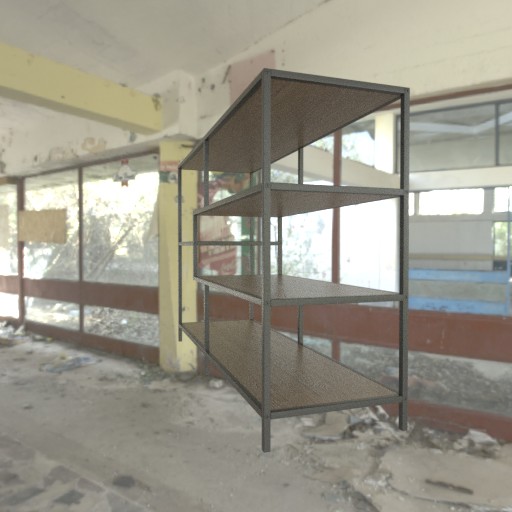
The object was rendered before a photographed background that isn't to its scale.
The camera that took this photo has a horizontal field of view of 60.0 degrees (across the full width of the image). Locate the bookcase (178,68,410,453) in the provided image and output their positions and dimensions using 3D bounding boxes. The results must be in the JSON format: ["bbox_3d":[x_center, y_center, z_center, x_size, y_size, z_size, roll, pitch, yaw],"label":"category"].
[{"bbox_3d":[0.000,0.000,1.492,0.350,0.780,1.140,0,1,-19],"label":"bookcase"}]
